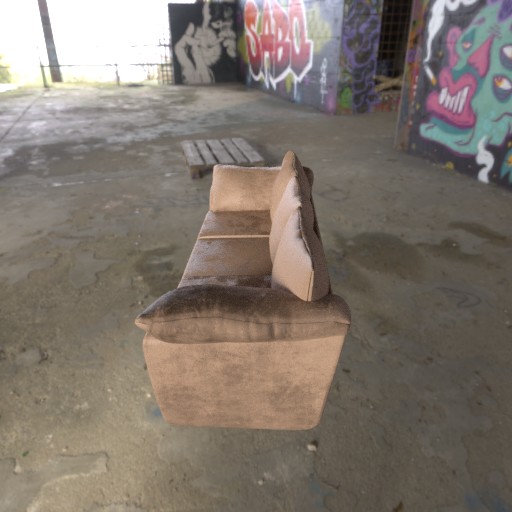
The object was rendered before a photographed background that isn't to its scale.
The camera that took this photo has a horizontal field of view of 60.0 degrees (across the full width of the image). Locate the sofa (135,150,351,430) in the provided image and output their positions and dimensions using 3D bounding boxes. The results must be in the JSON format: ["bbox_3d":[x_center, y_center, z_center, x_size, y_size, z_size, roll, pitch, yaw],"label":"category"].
[{"bbox_3d":[0.000,0.000,2.898,0.893,0.981,2.377,1,26,2],"label":"sofa"}]
